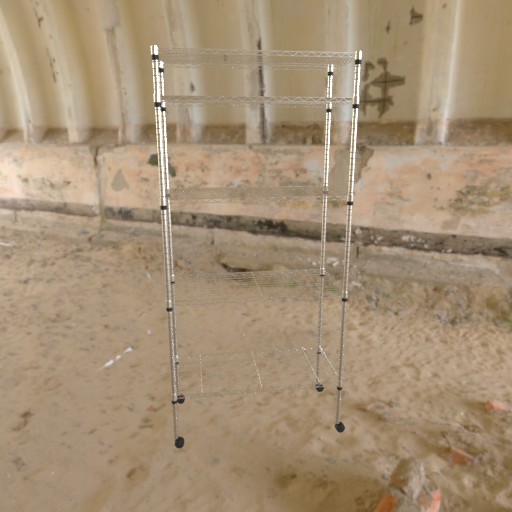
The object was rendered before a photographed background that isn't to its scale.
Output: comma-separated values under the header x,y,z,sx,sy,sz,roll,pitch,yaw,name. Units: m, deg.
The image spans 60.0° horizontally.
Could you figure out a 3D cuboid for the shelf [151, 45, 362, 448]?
x,y,z,sx,sy,sz,roll,pitch,yaw,name
0.000,0.000,1.908,0.762,1.587,0.356,-2,16,-8,shelf
